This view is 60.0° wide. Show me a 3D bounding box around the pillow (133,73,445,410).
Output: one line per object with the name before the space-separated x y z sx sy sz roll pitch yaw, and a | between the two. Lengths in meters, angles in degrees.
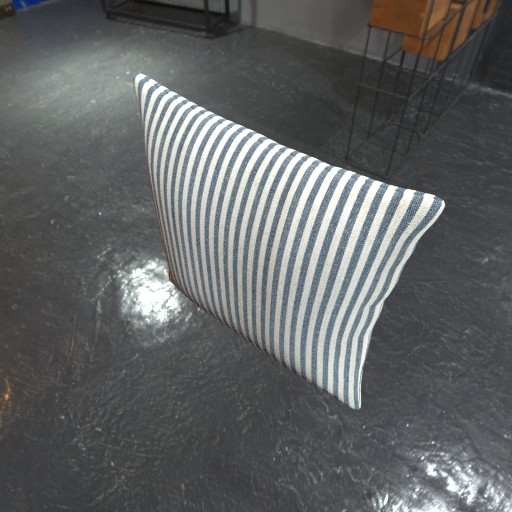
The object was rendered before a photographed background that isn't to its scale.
pillow | 0.000 0.000 0.780 0.523 0.510 0.166 30 54 25
